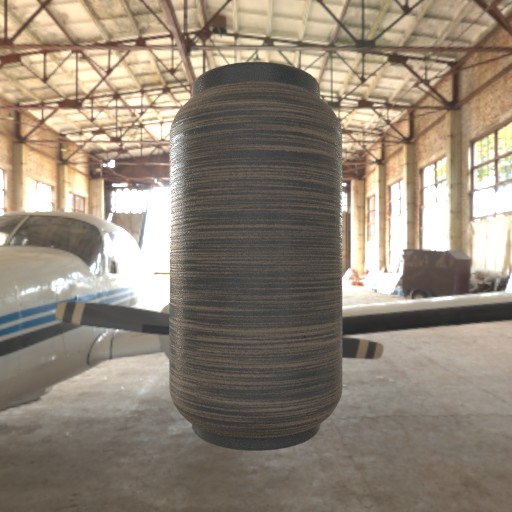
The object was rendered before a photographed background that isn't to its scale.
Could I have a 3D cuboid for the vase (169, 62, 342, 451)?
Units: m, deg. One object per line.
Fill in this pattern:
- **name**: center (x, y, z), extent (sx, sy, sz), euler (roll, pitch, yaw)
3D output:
- **vase**: center (0.000, 0.000, 0.303), extent (0.116, 0.230, 0.116), euler (0, 0, 0)
